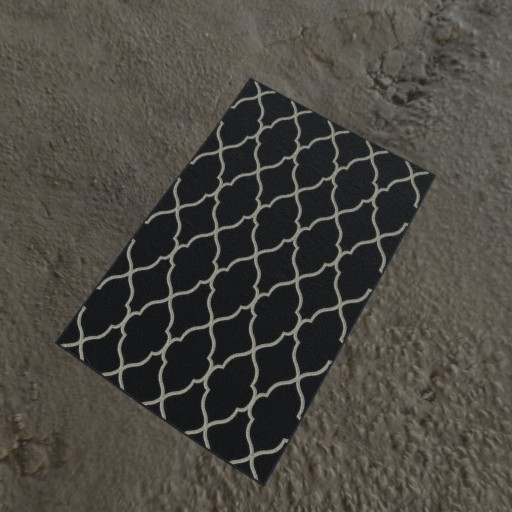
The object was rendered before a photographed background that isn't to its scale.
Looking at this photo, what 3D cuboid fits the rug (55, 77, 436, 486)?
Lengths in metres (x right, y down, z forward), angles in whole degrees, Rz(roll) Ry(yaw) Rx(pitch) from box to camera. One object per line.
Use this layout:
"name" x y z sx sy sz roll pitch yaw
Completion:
"rug" 0.000 0.000 2.890 1.526 0.014 2.290 31 76 8
